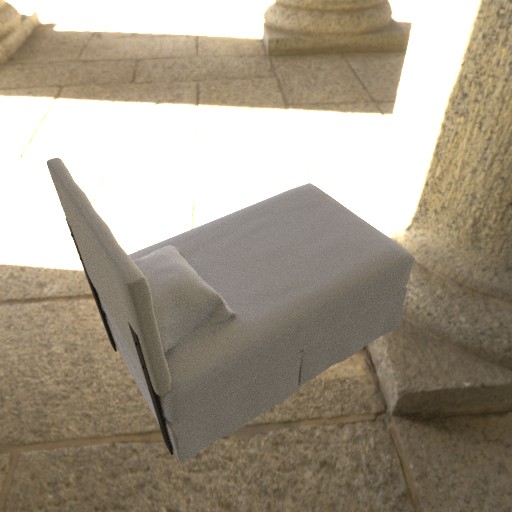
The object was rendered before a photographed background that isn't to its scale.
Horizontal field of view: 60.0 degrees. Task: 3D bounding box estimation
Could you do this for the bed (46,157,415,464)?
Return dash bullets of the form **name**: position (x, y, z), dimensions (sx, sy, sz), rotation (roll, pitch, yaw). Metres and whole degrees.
- **bed**: position (0.000, 0.000, 2.962), dimensions (1.997, 1.571, 1.261), rotation (-25, 48, -25)
